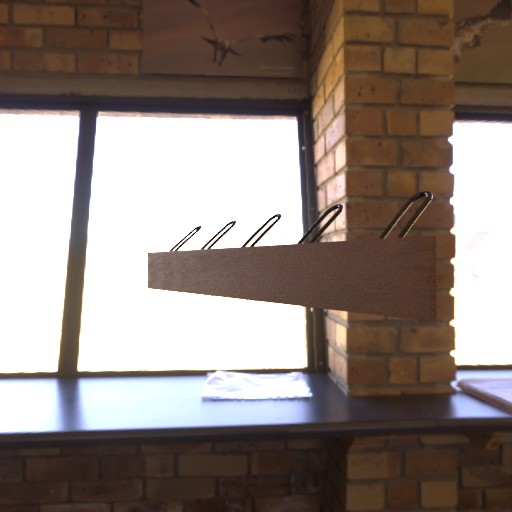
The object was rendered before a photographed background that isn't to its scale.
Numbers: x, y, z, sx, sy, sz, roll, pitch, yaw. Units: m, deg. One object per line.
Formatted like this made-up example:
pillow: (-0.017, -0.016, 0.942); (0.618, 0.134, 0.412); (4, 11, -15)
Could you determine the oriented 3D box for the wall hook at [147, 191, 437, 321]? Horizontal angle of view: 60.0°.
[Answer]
wall hook: (0.000, 0.000, 0.582); (0.076, 0.116, 0.554); (1, -1, -36)
